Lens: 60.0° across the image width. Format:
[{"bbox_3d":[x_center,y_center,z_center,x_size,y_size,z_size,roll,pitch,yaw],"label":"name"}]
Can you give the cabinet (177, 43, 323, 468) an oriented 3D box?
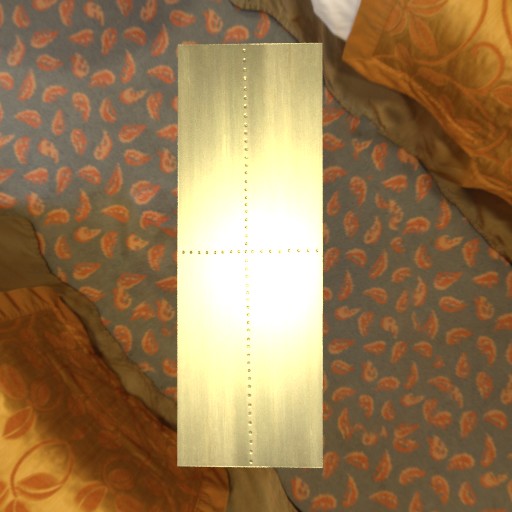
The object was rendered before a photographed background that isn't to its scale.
[{"bbox_3d":[0.000,0.000,1.472,0.338,0.919,0.968,0,90,1],"label":"cabinet"}]
